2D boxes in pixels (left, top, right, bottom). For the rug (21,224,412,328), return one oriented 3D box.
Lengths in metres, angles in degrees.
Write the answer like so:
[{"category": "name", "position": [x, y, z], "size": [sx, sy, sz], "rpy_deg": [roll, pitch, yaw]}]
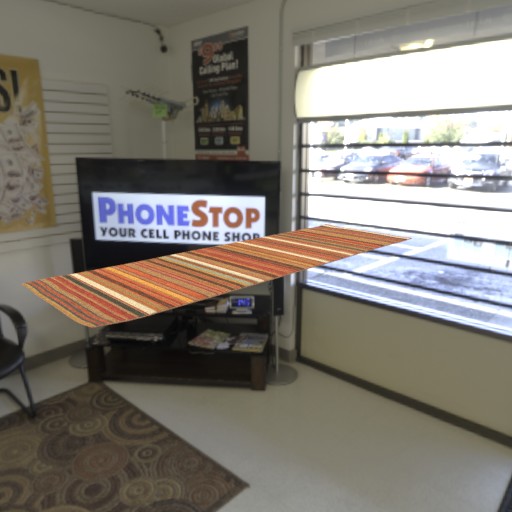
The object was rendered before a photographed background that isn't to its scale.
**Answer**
[{"category": "rug", "position": [0.000, 0.000, 2.713], "size": [2.444, 0.030, 0.799], "rpy_deg": [-13, 19, -43]}]
